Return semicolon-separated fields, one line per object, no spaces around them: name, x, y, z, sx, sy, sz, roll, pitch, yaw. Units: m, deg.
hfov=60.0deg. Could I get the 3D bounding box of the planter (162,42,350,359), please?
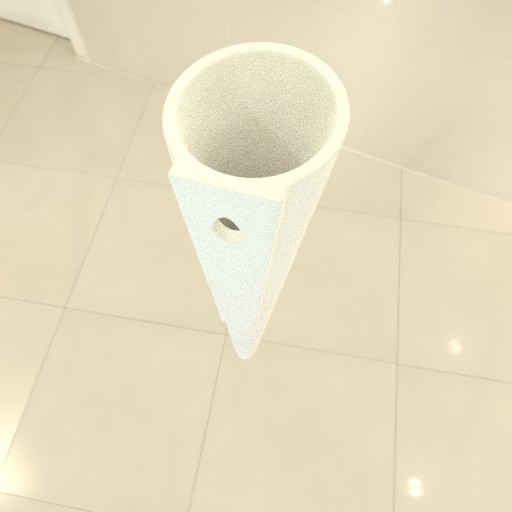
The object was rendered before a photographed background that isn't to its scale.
planter;0.000;0.000;0.222;0.057;0.193;0.064;15;63;8
